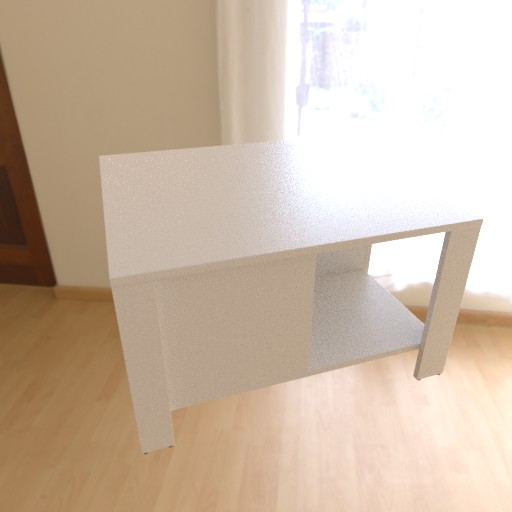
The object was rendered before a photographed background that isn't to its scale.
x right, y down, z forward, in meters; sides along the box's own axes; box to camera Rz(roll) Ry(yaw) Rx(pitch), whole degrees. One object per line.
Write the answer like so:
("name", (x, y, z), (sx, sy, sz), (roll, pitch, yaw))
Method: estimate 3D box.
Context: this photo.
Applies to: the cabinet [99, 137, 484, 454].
("cabinet", (0.000, 0.000, 1.314), (0.800, 0.460, 0.800), (-9, 30, -16))
